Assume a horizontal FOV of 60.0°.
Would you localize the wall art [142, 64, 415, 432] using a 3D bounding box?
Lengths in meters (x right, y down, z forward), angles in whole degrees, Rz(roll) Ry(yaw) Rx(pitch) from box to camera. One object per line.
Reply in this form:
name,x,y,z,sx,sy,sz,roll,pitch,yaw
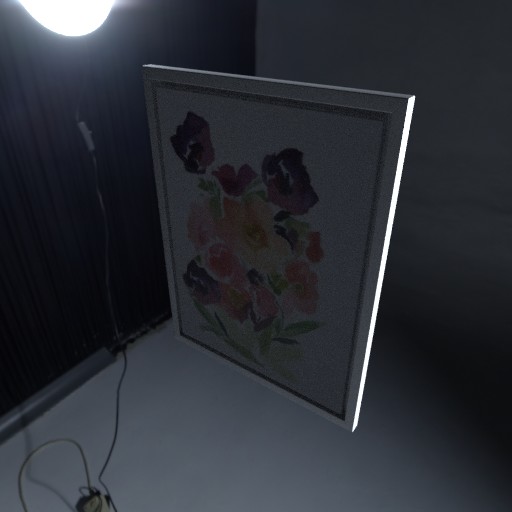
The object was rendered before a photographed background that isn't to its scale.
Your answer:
wall art,0.000,0.000,1.401,0.805,1.056,0.042,20,36,30
